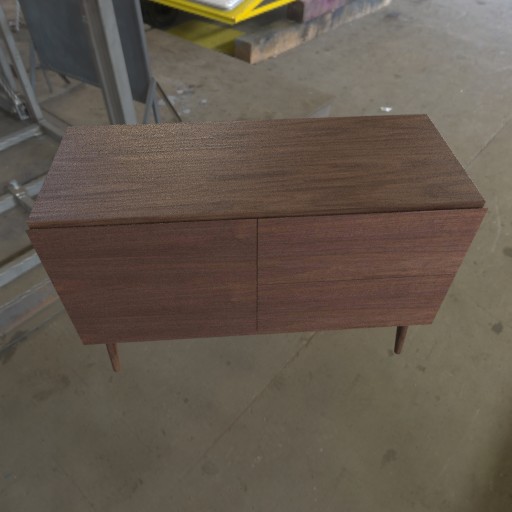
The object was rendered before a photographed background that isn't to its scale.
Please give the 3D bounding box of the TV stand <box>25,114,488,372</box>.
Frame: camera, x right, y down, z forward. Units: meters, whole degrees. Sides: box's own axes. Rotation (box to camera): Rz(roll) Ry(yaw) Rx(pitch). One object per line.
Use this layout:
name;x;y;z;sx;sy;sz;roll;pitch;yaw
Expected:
TV stand;0.000;0.000;1.317;0.990;0.660;0.405;-3;46;-3
